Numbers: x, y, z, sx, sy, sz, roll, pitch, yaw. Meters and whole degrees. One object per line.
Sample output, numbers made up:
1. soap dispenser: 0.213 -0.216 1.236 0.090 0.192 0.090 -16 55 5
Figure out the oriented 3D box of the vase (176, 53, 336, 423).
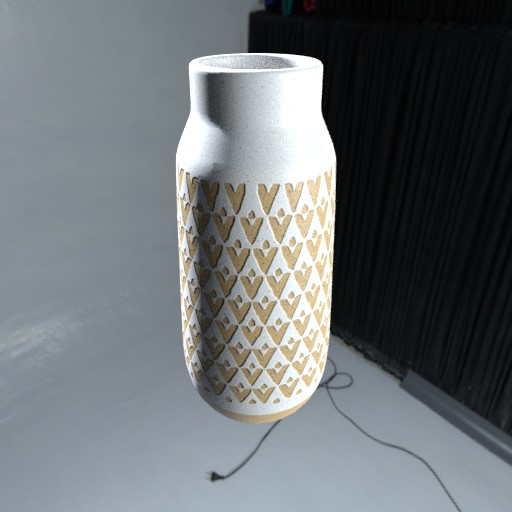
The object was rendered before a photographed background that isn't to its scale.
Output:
1. vase: 0.000 0.000 0.378 0.137 0.307 0.137 0 31 0
